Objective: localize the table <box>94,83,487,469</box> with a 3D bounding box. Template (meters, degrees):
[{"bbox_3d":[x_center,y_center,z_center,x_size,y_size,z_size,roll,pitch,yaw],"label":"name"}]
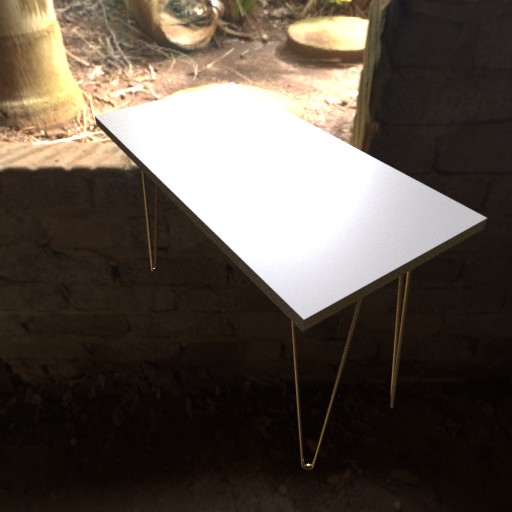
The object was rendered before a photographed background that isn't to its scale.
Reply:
[{"bbox_3d":[0.000,0.000,1.348,0.498,0.660,0.991,-24,46,-26],"label":"table"}]
